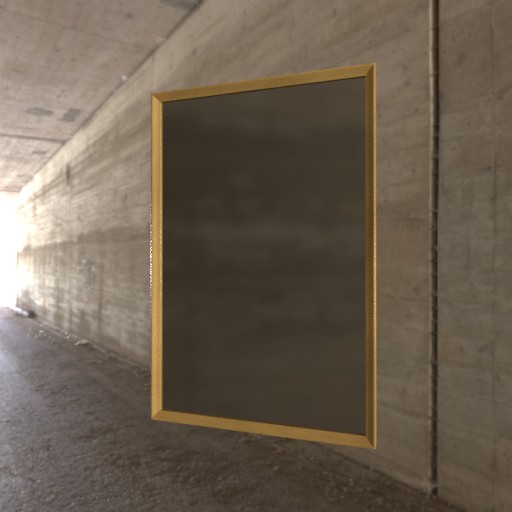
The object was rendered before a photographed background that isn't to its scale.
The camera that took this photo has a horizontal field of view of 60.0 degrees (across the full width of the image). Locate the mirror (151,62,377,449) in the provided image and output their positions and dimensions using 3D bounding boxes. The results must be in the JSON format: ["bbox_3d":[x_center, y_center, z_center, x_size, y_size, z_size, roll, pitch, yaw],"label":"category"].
[{"bbox_3d":[0.000,0.000,1.164,0.609,0.915,0.041,0,0,19],"label":"mirror"}]
